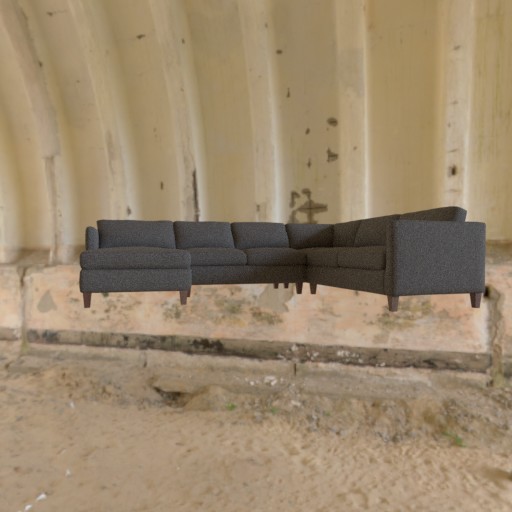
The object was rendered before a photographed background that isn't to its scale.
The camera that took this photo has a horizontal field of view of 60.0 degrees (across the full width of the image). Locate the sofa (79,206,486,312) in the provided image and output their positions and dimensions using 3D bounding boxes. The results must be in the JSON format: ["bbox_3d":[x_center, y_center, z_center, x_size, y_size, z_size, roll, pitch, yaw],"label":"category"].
[{"bbox_3d":[0.000,0.000,4.367,3.238,0.853,2.551,0,0,-17],"label":"sofa"}]
